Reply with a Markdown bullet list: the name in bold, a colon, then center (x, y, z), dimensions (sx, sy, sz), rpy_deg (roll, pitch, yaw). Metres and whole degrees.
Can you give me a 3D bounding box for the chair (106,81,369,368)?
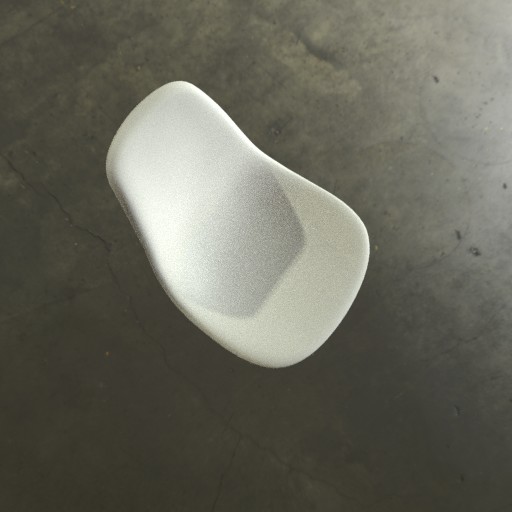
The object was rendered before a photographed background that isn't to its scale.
- **chair**: center (0.000, 0.000, 1.139), dimensions (0.533, 0.826, 0.470), rpy_deg (33, 77, 8)
